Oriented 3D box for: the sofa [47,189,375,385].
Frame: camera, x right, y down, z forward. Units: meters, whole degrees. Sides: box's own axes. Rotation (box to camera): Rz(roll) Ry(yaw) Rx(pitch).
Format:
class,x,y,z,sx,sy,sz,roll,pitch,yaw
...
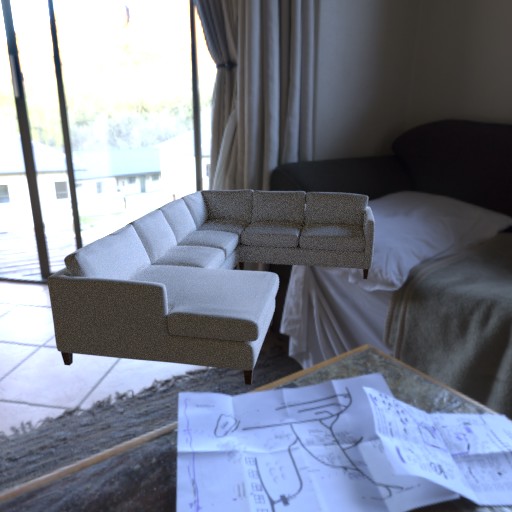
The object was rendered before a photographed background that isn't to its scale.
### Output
class,x,y,z,sx,sy,sz,roll,pitch,yaw
sofa,0.000,0.000,4.742,2.593,0.956,3.459,3,17,10
